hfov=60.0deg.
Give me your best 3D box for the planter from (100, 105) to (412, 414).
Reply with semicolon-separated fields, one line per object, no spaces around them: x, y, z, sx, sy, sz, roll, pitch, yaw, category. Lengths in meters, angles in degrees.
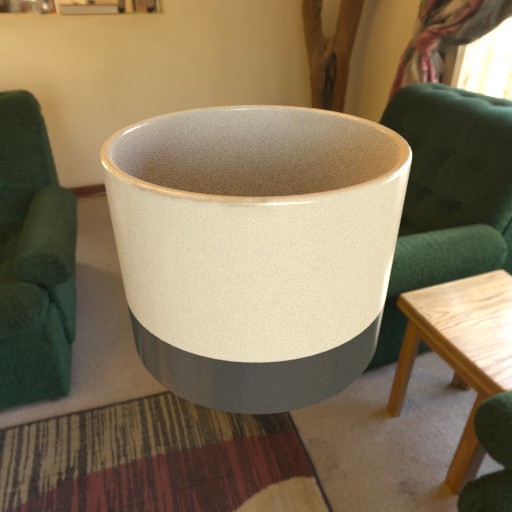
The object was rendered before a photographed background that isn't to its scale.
0.000;0.000;0.331;0.193;0.177;0.193;0;31;0;planter
